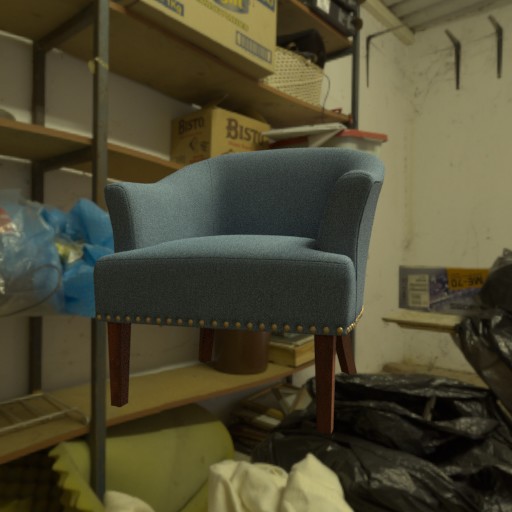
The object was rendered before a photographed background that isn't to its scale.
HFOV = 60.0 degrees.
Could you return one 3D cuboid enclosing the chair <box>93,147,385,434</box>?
[{"bbox_3d":[0.000,0.000,1.392,0.772,0.815,0.704,0,1,18],"label":"chair"}]
